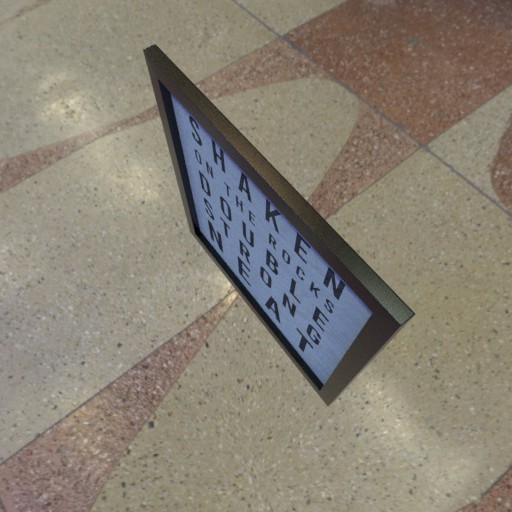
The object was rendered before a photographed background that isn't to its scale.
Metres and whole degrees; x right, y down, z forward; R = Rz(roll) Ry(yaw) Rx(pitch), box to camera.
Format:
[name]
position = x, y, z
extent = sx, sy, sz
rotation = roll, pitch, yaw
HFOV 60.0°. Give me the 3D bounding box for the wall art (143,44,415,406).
[wall art]
position = 0.000, 0.000, 0.523
extent = 0.014, 0.349, 0.349
rotation = -34, 67, -16
